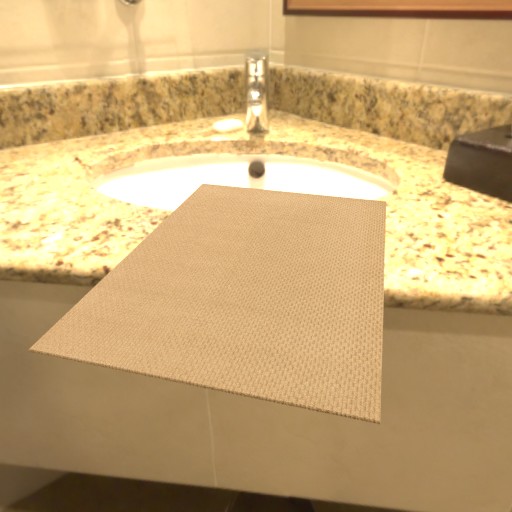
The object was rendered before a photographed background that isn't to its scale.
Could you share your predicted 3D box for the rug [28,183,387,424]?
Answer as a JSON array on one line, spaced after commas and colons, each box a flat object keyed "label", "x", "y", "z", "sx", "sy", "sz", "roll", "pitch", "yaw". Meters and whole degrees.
[{"label": "rug", "x": 0.000, "y": 0.000, "z": 2.686, "sx": 1.509, "sy": 0.013, "sz": 2.144, "roll": 8, "pitch": 31, "yaw": 13}]
